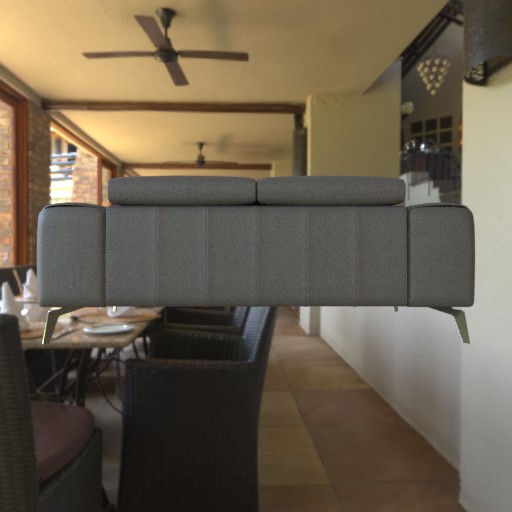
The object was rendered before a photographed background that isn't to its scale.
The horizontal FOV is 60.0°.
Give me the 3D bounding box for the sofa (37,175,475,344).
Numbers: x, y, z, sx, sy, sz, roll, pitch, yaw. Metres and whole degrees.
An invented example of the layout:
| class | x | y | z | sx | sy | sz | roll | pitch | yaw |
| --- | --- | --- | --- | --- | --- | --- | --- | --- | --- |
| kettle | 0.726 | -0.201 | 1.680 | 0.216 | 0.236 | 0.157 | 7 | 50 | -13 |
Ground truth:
| class | x | y | z | sx | sy | sz | roll | pitch | yaw |
| --- | --- | --- | --- | --- | --- | --- | --- | --- | --- |
| sofa | 0.000 | 0.000 | 2.431 | 1.930 | 0.753 | 1.024 | 0 | 1 | 0 |
